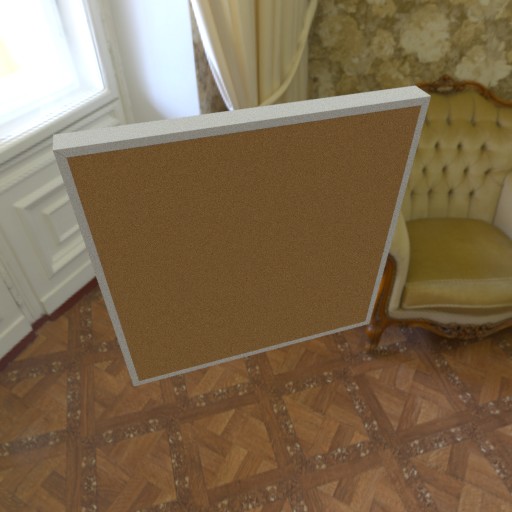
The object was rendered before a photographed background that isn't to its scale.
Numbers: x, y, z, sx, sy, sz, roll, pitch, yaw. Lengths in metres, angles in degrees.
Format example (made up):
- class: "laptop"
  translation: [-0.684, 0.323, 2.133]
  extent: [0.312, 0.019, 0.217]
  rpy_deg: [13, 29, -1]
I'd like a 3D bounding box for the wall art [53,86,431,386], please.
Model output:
- class: "wall art"
  translation: [0.000, 0.000, 0.453]
  extent: [0.304, 0.304, 0.024]
  rpy_deg: [-12, 44, -13]
